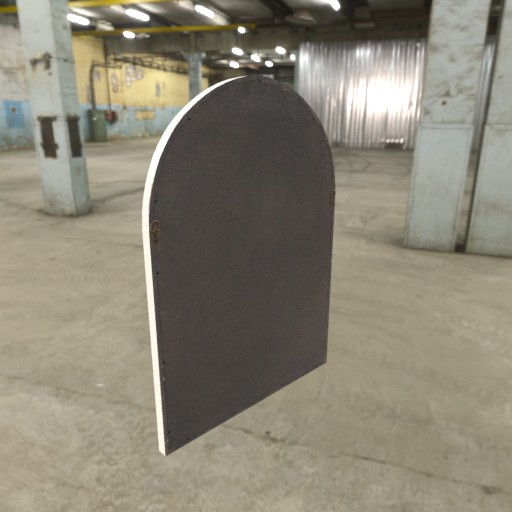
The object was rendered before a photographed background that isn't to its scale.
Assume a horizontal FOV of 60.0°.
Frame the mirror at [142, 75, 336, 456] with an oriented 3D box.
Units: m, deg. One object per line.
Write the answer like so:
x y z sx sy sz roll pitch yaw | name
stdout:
0.000 0.000 1.217 0.660 0.920 0.032 -16 23 -41 | mirror
